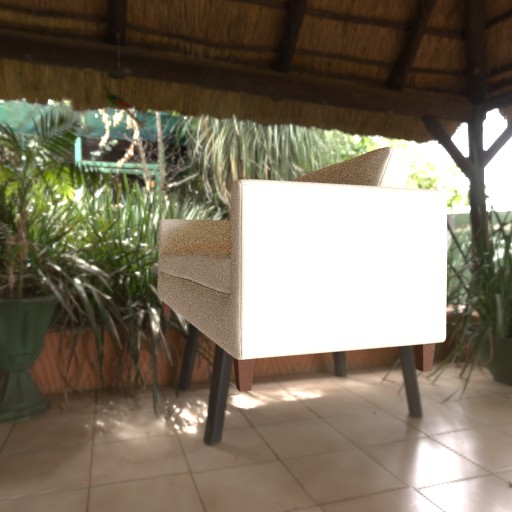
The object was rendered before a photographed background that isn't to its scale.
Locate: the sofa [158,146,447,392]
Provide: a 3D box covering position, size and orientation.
[{"bbox_3d":[0.000,0.000,2.628,0.924,0.933,2.139,0,1,-19],"label":"sofa"}]
